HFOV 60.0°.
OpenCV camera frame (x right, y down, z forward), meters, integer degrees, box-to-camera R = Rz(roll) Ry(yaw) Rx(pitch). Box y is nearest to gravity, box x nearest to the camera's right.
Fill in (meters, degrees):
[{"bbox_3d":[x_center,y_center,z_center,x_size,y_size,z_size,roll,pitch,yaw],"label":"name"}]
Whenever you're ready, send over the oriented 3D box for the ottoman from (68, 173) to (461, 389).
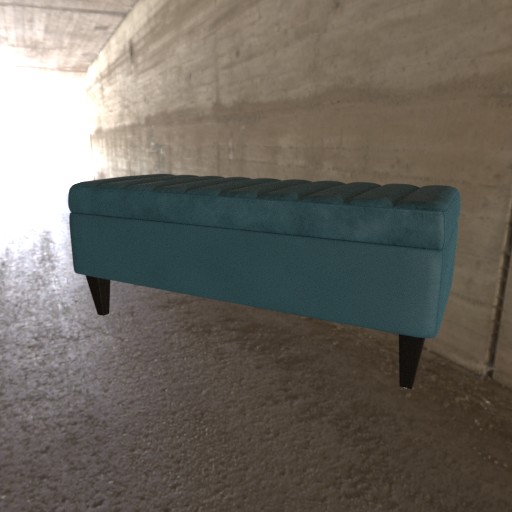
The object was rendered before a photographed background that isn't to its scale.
[{"bbox_3d":[0.000,0.000,1.426,1.151,0.469,0.482,7,16,26],"label":"ottoman"}]
